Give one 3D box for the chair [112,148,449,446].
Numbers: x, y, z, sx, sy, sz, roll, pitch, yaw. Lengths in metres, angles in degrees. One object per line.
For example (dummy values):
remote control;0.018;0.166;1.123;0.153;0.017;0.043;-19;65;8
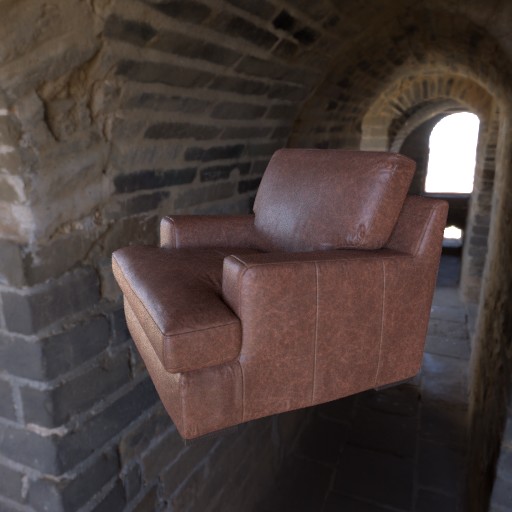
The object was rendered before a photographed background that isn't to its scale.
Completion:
chair;0.000;0.000;2.017;1.143;0.939;1.168;-7;16;-24
